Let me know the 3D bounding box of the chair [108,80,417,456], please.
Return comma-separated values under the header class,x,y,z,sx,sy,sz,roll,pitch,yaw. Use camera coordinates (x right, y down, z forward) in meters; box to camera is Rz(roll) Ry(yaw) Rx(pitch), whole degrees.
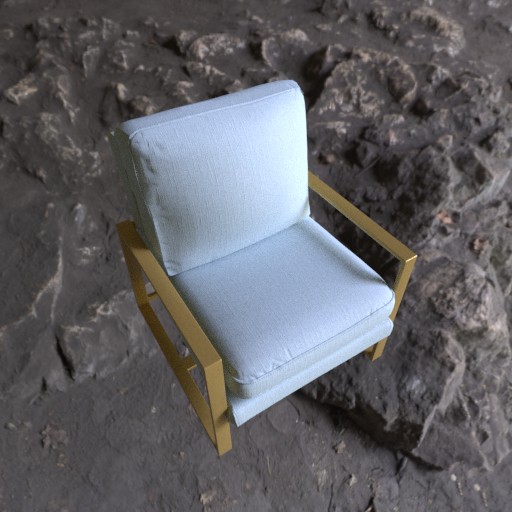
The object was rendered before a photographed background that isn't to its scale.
class,x,y,z,sx,sy,sz,roll,pitch,yaw
chair,0.000,0.000,1.553,0.758,0.956,0.813,-24,51,-21
